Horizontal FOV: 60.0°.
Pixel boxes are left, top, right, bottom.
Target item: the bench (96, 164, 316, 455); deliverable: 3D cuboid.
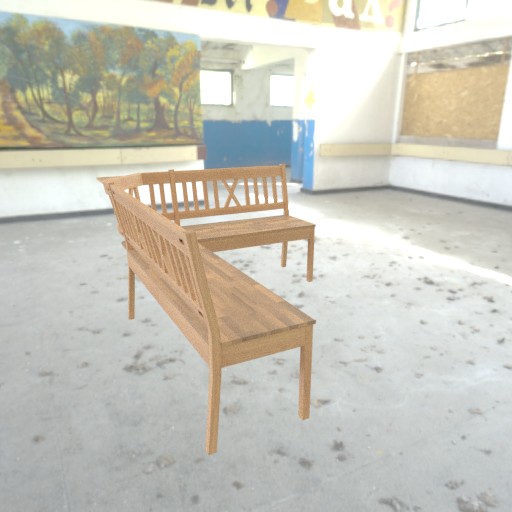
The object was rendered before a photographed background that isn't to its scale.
[{"bbox_3d":[0.000,0.000,2.742,1.537,0.902,1.937,-9,19,-26],"label":"bench"}]
